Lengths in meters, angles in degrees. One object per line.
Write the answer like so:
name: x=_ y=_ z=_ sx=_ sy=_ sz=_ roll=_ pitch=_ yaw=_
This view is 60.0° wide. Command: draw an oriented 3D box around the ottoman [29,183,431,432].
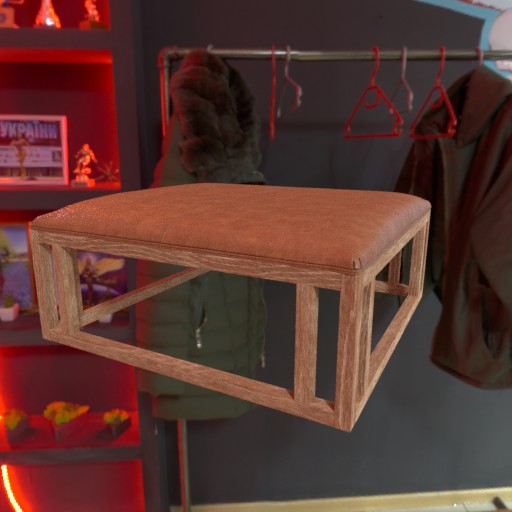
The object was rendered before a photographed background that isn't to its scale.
ottoman: x=0.000 y=0.000 z=1.565 sx=1.016 sy=0.442 sz=1.013 roll=8 pitch=16 yaw=27
